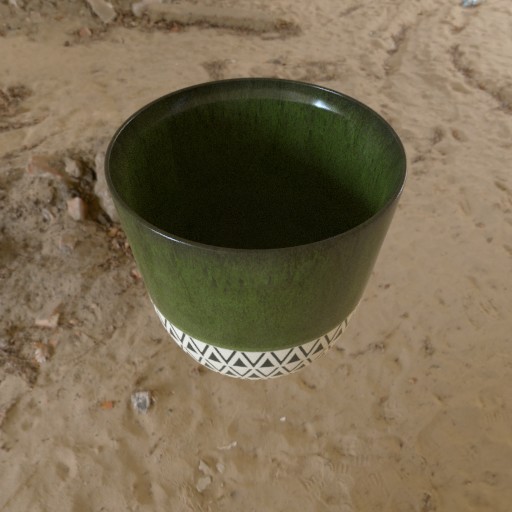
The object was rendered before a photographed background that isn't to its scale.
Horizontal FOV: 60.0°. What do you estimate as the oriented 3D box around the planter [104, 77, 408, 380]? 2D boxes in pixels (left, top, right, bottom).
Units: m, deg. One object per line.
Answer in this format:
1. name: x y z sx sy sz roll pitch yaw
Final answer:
1. planter: 0.000 0.000 0.465 0.245 0.270 0.245 0 47 0
